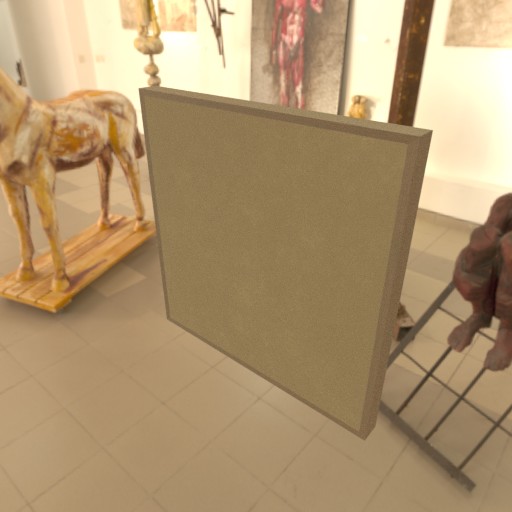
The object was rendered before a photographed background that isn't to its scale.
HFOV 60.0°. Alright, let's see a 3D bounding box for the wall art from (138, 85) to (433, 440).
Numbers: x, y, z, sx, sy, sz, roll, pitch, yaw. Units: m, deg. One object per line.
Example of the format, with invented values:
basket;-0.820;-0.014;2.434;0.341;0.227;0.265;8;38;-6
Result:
wall art;0.000;0.000;0.771;0.508;0.506;0.038;23;37;34
